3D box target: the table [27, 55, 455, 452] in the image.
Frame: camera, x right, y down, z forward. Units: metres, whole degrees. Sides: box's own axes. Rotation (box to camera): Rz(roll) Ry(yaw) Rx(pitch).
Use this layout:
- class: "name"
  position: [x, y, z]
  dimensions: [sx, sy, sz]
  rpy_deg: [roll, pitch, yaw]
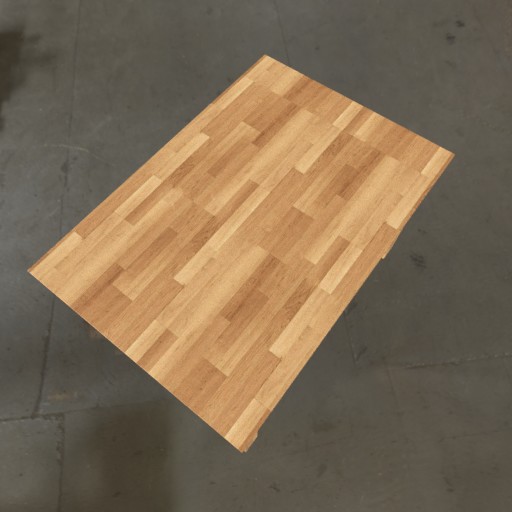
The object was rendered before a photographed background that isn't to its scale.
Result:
- class: "table"
  position: [0.000, 0.000, 1.902]
  dimensions: [0.900, 0.750, 1.300]
  rpy_deg: [34, 68, 16]
